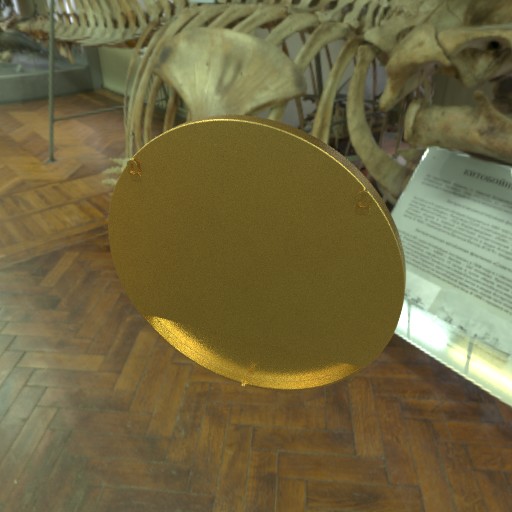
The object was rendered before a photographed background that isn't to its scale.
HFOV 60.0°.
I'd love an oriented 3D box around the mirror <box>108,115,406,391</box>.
[{"bbox_3d":[0.000,0.000,0.704,0.457,0.457,0.133,11,33,17],"label":"mirror"}]
